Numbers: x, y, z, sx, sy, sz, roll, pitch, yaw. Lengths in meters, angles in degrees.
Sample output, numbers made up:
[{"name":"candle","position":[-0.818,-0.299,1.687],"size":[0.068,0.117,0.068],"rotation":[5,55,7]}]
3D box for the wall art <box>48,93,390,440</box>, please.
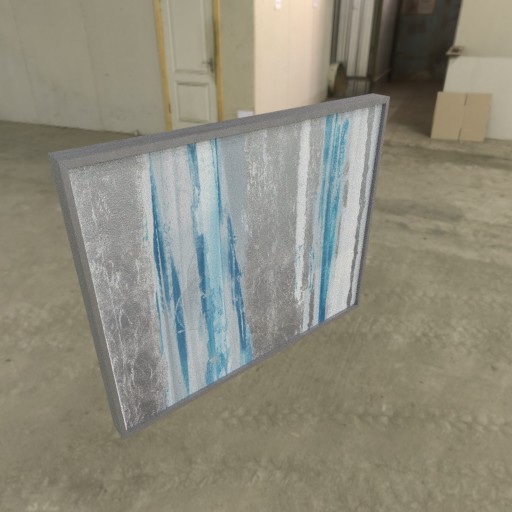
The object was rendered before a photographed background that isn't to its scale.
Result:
[{"name":"wall art","position":[0.000,0.000,0.740],"size":[0.557,0.450,0.037],"rotation":[-22,37,-32]}]
